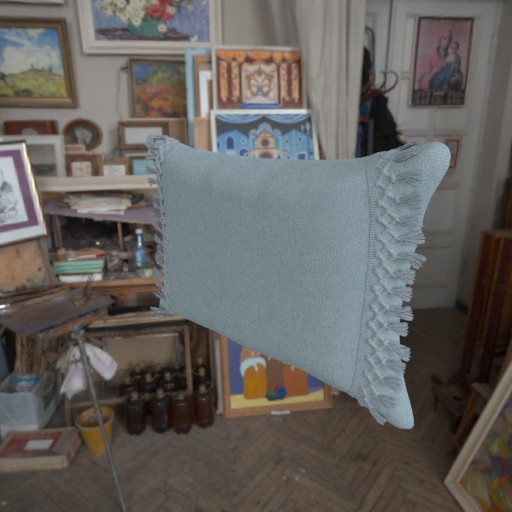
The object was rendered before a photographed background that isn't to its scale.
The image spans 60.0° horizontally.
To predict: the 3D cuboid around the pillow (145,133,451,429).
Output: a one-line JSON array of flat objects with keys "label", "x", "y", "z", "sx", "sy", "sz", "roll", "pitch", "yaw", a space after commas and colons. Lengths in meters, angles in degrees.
[{"label": "pillow", "x": 0.000, "y": 0.000, "z": 0.579, "sx": 0.466, "sy": 0.305, "sz": 0.084, "roll": 16, "pitch": 23, "yaw": 42}]
